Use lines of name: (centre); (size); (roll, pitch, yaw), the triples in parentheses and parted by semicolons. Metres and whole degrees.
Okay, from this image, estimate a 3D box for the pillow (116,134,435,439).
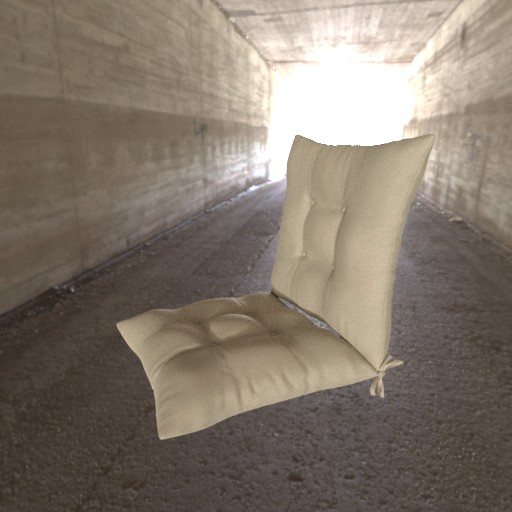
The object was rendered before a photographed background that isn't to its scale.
pillow: (0.000, 0.000, 1.006); (0.585, 0.536, 0.541); (-7, 17, -24)
